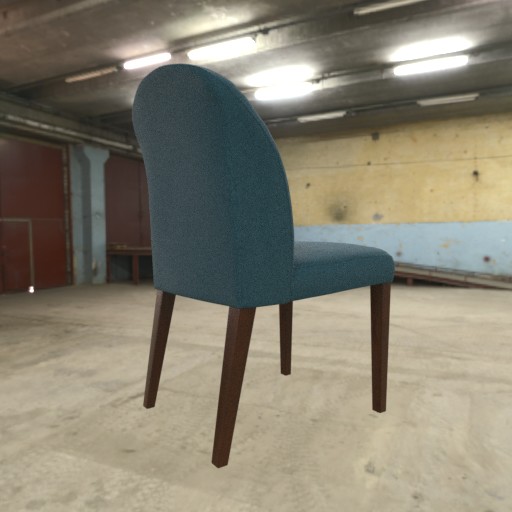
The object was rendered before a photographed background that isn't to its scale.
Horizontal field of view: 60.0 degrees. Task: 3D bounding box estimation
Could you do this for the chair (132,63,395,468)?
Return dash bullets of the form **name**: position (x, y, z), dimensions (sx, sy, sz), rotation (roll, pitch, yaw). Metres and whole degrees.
- **chair**: position (0.000, 0.000, 1.238), dimensions (0.620, 0.879, 0.507), rotation (-1, 3, -35)
